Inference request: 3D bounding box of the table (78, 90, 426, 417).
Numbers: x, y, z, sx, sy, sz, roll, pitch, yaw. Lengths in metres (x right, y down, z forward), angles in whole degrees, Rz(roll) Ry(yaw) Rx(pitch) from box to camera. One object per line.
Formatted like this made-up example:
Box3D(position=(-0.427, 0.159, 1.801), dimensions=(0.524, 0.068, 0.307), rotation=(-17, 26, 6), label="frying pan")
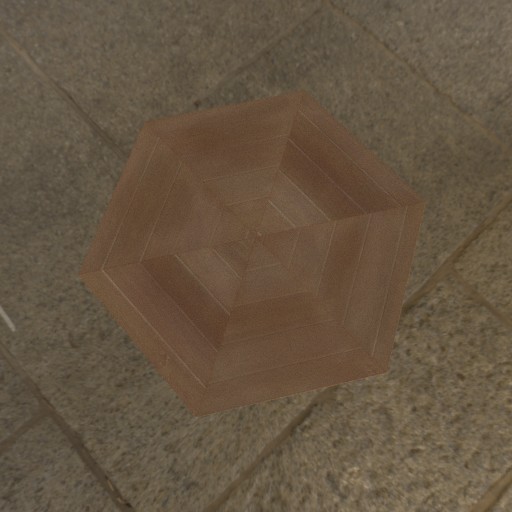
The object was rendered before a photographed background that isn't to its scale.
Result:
Box3D(position=(0.000, 0.000, 1.654), dimensions=(1.000, 0.456, 1.154), rotation=(17, 75, 5), label="table")
